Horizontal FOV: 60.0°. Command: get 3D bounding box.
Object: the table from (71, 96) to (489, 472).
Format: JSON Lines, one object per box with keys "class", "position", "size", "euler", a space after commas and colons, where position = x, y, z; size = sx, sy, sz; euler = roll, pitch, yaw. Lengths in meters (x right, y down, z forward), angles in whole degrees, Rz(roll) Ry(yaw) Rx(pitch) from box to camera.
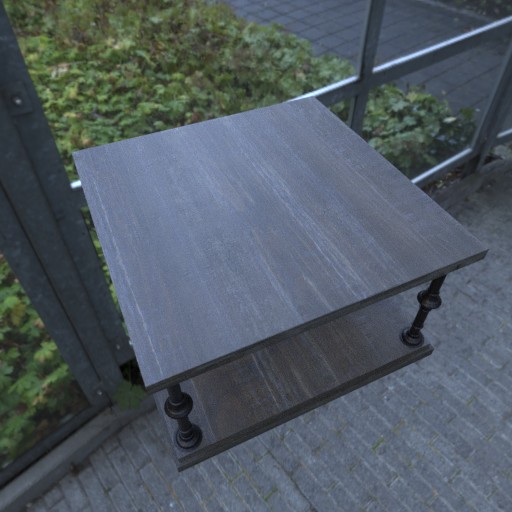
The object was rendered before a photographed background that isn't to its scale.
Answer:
{"class": "table", "position": [0.000, 0.000, 1.139], "size": [0.696, 0.400, 0.696], "euler": [-19, 50, -17]}
